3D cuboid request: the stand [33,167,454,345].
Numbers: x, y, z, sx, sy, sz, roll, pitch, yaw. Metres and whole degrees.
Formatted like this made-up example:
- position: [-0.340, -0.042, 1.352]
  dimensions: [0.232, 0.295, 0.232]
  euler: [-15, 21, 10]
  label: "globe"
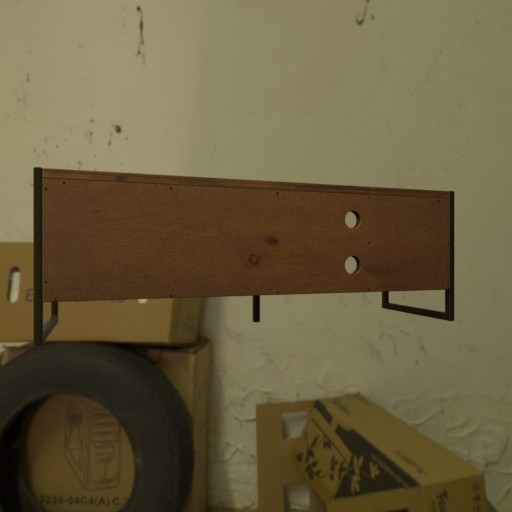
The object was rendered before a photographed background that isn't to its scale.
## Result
- position: [0.000, 0.000, 1.703]
  dimensions: [1.480, 0.506, 0.454]
  euler: [0, 0, -19]
  label: "stand"
